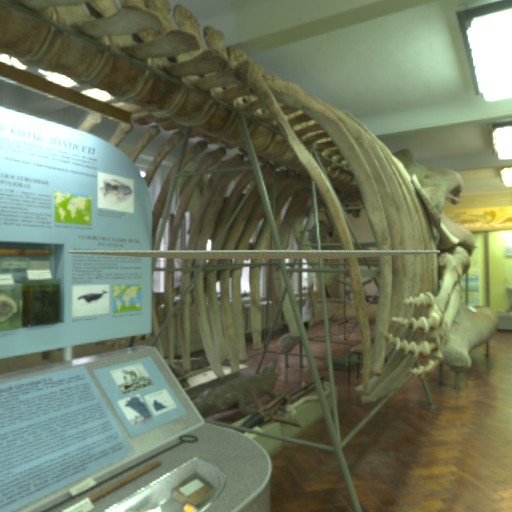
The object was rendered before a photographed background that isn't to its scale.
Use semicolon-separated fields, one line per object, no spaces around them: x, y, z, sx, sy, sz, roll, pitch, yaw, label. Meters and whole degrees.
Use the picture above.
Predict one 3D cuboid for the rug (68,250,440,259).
0.000;0.000;3.051;1.545;0.016;2.460;0;-1;0;rug
